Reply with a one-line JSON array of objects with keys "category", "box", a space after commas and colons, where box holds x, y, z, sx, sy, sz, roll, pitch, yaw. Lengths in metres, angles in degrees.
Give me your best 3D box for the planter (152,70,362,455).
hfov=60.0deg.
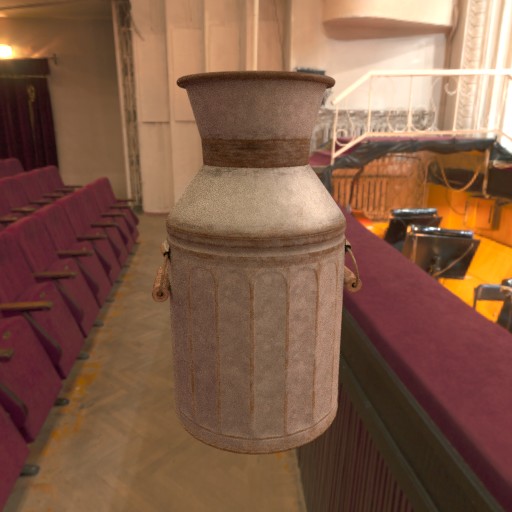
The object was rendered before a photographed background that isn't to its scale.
[{"category": "planter", "box": [0.000, 0.000, 0.535, 0.245, 0.396, 0.214, -2, 16, -7]}]
